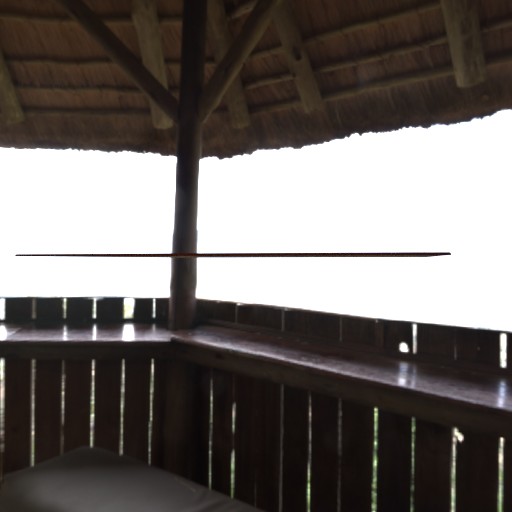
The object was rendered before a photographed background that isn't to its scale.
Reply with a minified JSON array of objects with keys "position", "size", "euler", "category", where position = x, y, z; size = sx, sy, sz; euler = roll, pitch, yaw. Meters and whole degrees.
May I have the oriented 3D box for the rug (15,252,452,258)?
[{"position":[0.000,0.000,3.965],"size":[2.976,0.018,2.430],"euler":[0,0,18],"category":"rug"}]
